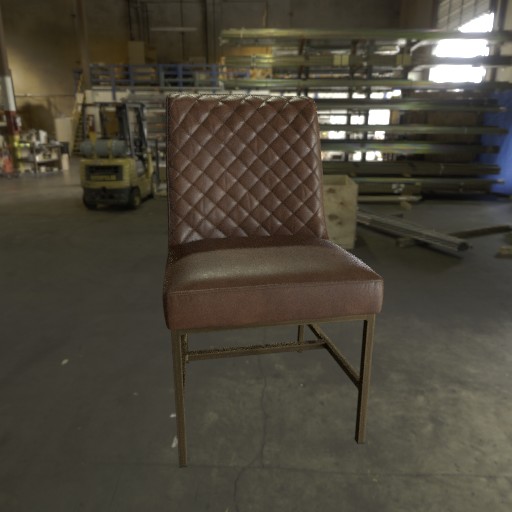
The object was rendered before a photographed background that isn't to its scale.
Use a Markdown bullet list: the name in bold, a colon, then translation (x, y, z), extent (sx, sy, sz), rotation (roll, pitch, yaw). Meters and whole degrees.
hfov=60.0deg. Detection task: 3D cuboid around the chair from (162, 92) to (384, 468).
- **chair**: translation (0.000, 0.000, 1.245), extent (0.508, 0.889, 0.587), rotation (-3, 17, -10)
